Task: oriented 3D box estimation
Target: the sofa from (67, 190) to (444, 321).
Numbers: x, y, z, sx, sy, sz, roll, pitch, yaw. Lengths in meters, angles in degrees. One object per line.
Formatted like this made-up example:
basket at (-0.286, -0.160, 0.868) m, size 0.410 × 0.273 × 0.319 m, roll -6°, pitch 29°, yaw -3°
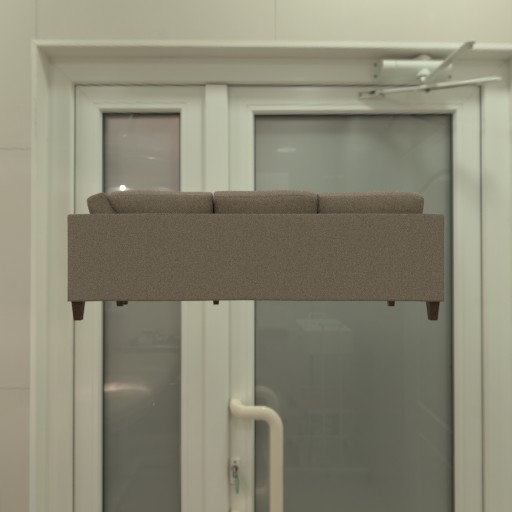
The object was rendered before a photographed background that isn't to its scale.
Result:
sofa at (0.000, 0.000, 4.532) m, size 2.424 × 0.865 × 3.438 m, roll 0°, pitch -1°, yaw 0°
